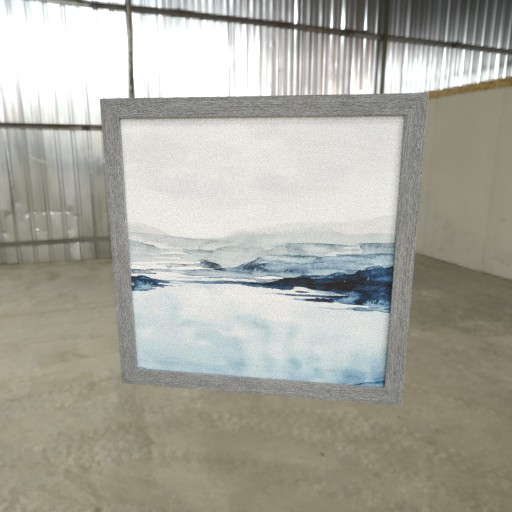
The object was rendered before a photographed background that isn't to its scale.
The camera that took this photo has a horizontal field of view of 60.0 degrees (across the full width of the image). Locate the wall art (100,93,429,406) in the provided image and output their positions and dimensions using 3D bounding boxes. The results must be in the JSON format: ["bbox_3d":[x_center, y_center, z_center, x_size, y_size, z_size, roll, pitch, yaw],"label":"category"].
[{"bbox_3d":[0.000,0.000,1.004,0.685,0.685,0.020,2,14,8],"label":"wall art"}]
